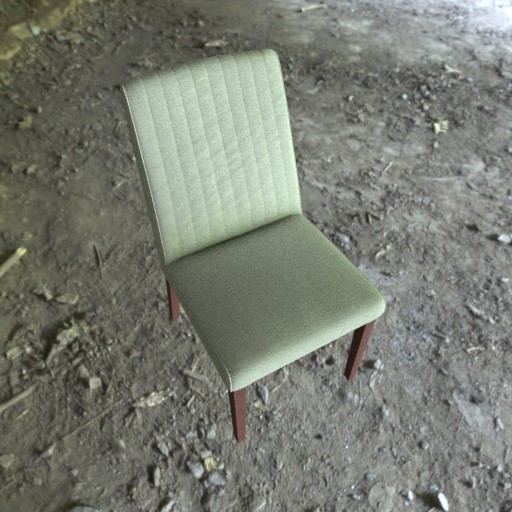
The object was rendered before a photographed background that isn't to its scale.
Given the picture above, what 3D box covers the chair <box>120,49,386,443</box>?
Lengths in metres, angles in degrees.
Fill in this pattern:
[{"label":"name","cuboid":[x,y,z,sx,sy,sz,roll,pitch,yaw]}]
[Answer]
[{"label":"chair","cuboid":[0.000,0.000,1.250,0.480,0.900,0.594,-22,50,-20]}]
